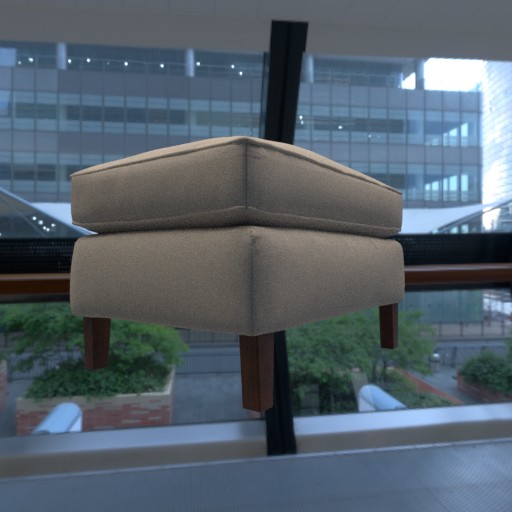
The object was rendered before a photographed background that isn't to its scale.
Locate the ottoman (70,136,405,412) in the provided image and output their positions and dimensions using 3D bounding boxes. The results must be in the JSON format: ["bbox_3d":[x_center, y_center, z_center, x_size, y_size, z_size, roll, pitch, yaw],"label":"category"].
[{"bbox_3d":[0.000,0.000,1.001,0.501,0.456,0.665,0,0,37],"label":"ottoman"}]
